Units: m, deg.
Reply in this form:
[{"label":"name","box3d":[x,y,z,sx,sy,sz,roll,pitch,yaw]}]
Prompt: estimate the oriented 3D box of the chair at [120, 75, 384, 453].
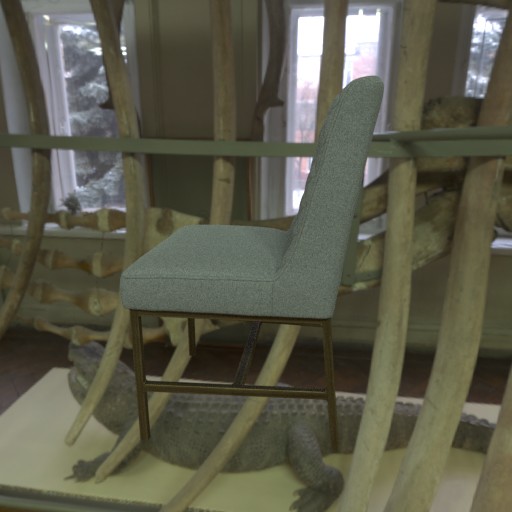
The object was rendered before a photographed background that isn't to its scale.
[{"label":"chair","box3d":[0.000,0.000,1.223,0.587,0.889,0.508,2,16,7]}]
